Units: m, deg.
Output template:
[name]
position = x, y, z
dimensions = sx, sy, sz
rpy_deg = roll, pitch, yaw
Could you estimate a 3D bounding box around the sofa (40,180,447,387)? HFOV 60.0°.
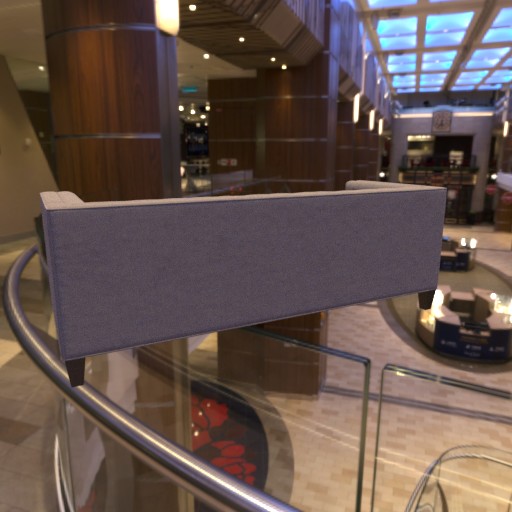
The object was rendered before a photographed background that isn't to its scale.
[sofa]
position = 0.000, 0.000, 2.554
dimensions = 2.159, 0.762, 0.775
rpy_deg = -7, 15, -26
